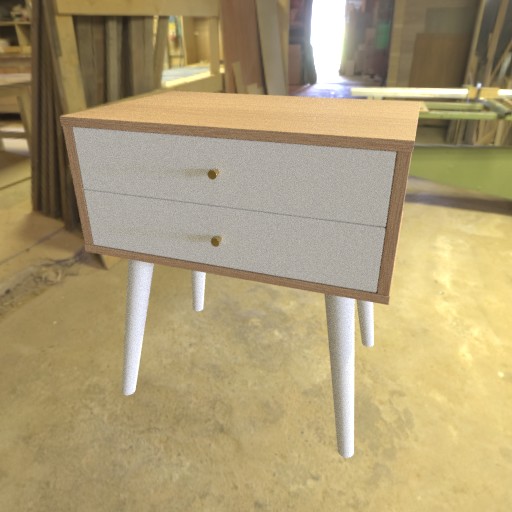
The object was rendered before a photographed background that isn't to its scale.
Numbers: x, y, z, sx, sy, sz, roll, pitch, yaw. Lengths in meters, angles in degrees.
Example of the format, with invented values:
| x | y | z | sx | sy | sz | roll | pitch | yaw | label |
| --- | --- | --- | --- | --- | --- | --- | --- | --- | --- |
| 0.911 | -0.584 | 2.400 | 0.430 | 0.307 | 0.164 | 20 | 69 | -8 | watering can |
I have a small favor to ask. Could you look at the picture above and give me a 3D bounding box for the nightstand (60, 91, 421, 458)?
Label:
| x | y | z | sx | sy | sz | roll | pitch | yaw | label |
| --- | --- | --- | --- | --- | --- | --- | --- | --- | --- |
| 0.000 | 0.000 | 0.958 | 0.571 | 0.610 | 0.407 | 9 | 28 | 17 | nightstand |
